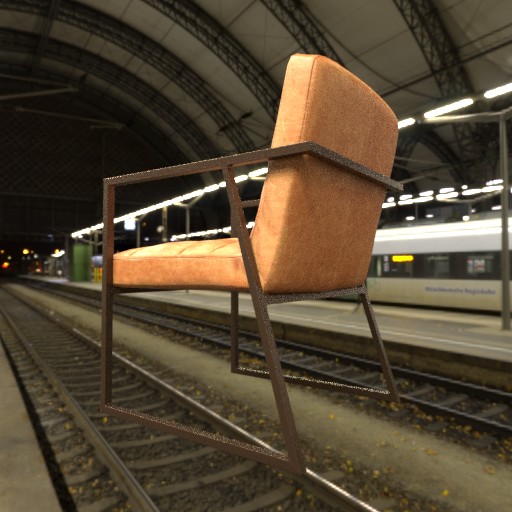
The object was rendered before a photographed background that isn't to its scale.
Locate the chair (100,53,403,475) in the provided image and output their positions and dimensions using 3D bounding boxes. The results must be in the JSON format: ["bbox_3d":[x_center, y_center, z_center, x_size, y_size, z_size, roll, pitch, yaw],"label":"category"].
[{"bbox_3d":[0.000,0.000,1.239,0.677,0.832,0.571,-1,-2,36],"label":"chair"}]
